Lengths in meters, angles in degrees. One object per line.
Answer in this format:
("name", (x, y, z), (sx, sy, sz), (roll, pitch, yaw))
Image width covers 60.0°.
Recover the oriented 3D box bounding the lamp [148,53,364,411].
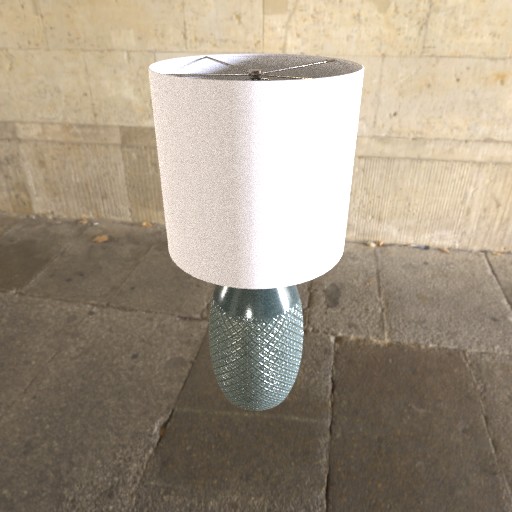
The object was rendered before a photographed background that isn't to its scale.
("lamp", (0.000, 0.000, 0.567), (0.217, 0.453, 0.217), (-19, 35, -29))
